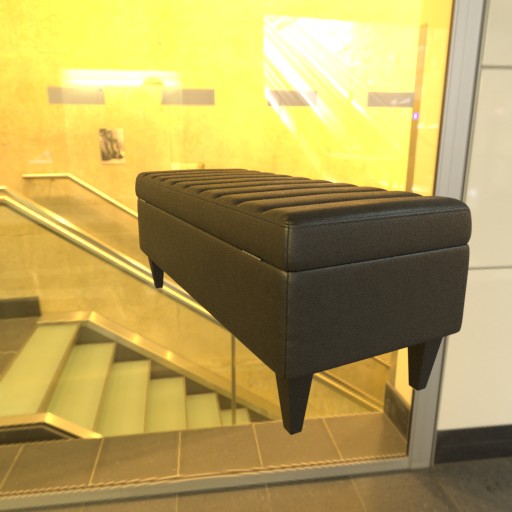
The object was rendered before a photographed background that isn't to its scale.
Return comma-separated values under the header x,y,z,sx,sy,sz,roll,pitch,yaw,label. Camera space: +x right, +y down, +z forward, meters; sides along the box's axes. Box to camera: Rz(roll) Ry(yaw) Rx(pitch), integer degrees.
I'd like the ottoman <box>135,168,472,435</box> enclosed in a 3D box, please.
x,y,z,sx,sy,sz,roll,pitch,yaw,label
0.000,0.000,1.381,0.482,0.469,1.151,-8,17,-26,ottoman
